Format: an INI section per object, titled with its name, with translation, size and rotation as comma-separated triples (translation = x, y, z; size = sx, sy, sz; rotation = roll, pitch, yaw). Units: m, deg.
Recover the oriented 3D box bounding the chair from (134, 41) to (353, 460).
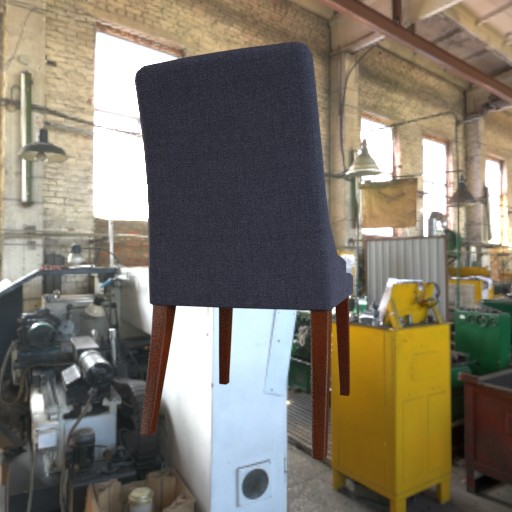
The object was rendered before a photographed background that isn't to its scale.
[chair]
translation = 0.000, 0.000, 1.331
size = 0.508, 0.952, 0.655
rotation = 0, -1, 18
